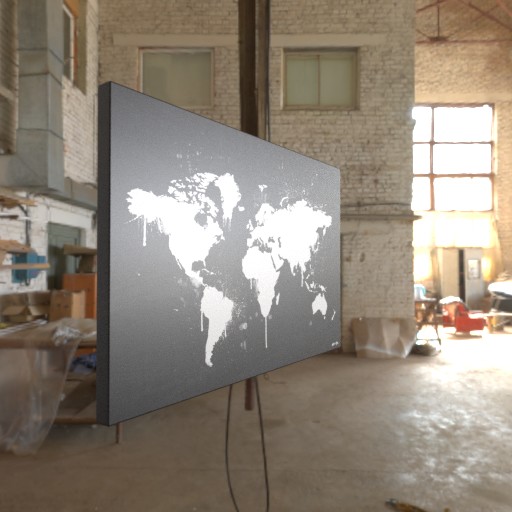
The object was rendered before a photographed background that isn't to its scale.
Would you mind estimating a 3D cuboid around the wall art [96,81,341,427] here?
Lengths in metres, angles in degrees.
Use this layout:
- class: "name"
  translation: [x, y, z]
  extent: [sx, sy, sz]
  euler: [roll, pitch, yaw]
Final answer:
- class: "wall art"
  translation: [0.000, 0.000, 1.154]
  extent: [0.038, 0.612, 0.912]
  euler: [-1, -1, 37]
